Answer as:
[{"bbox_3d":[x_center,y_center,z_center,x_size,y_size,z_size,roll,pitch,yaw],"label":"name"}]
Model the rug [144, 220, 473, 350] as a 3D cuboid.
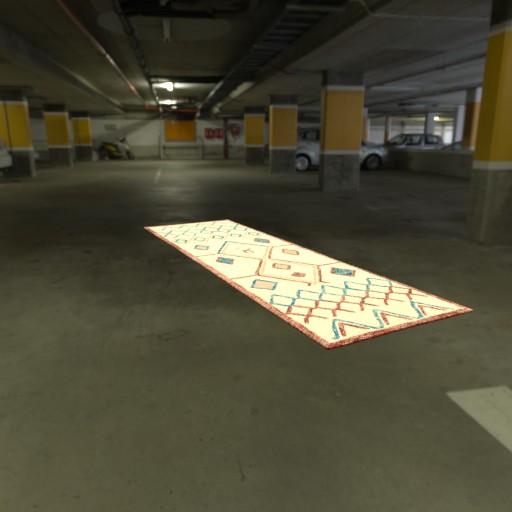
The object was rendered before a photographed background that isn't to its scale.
[{"bbox_3d":[0.000,0.000,2.708,0.750,0.011,2.435,-8,17,-27],"label":"rug"}]
